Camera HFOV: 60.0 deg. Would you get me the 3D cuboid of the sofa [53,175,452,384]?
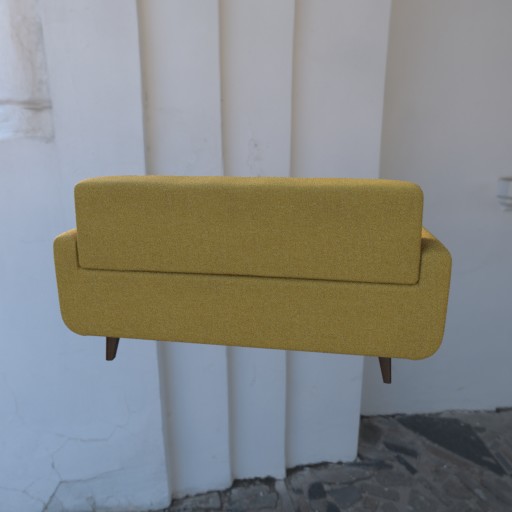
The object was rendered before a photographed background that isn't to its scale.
[{"bbox_3d":[0.000,0.000,2.228,1.631,0.841,0.909,2,15,9],"label":"sofa"}]
